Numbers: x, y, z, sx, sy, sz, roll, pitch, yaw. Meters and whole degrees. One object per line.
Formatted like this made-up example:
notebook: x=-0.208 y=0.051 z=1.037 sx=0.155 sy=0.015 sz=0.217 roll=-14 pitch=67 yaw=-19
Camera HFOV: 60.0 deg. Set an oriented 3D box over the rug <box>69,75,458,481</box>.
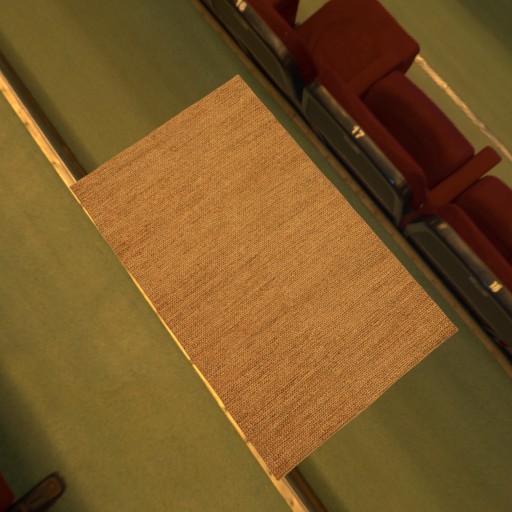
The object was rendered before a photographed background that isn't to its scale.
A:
rug: x=0.000 y=0.000 z=3.057 sx=1.521 sy=0.034 sz=2.438 roll=-37 pitch=79 yaw=-8
